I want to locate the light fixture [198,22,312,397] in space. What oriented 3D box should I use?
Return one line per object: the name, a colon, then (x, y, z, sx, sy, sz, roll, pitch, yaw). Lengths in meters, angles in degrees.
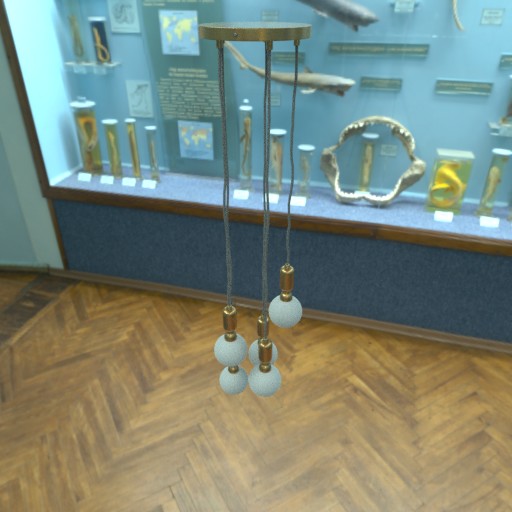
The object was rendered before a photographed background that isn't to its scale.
light fixture: (0.000, 0.000, 0.492, 0.108, 0.457, 0.105, 9, 32, 15)
